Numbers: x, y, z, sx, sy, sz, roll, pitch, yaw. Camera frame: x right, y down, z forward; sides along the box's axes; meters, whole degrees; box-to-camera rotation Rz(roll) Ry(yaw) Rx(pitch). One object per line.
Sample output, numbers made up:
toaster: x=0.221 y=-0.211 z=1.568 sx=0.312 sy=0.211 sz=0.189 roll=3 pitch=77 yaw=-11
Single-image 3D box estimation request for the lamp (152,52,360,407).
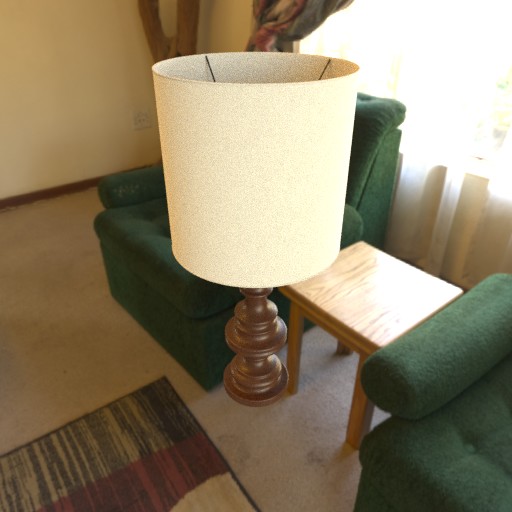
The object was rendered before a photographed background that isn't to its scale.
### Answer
lamp: x=0.000 y=0.000 z=0.569 sx=0.208 sy=0.455 sz=0.208 roll=20 pitch=37 yaw=30
